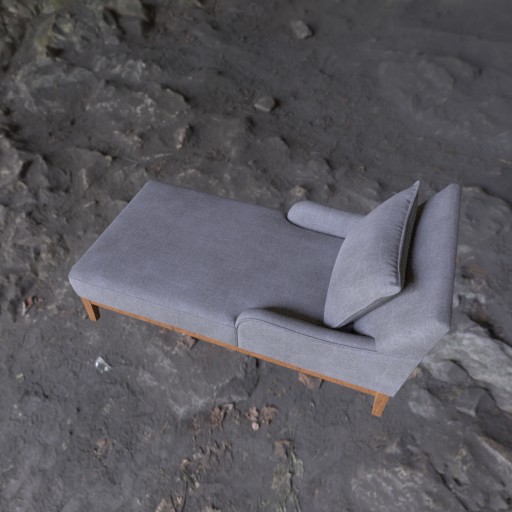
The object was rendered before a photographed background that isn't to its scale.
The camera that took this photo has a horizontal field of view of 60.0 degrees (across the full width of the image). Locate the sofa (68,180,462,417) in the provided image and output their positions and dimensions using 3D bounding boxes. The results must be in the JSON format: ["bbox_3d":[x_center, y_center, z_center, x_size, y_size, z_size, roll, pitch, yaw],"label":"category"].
[{"bbox_3d":[0.000,0.000,2.326,1.779,0.859,0.894,15,48,14],"label":"sofa"}]
